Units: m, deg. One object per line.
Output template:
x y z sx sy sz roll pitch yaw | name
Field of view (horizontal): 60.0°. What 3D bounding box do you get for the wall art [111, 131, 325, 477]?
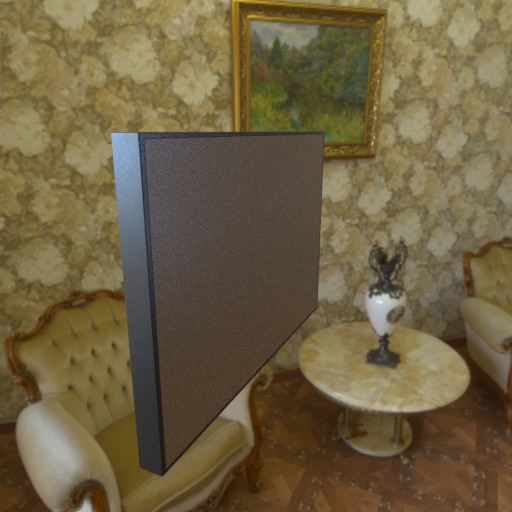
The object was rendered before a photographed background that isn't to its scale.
0.000 0.000 1.185 0.058 0.640 0.939 8 17 25 | wall art
